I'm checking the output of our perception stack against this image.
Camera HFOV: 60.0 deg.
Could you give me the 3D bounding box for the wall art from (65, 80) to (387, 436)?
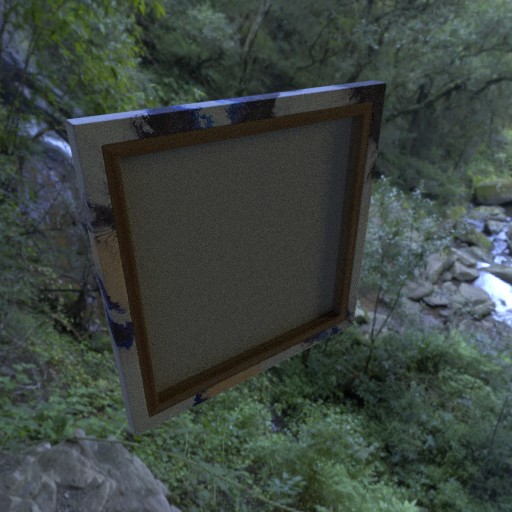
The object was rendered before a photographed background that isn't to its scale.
[{"bbox_3d":[0.000,0.000,0.890,0.609,0.609,0.039,-19,35,-30],"label":"wall art"}]
